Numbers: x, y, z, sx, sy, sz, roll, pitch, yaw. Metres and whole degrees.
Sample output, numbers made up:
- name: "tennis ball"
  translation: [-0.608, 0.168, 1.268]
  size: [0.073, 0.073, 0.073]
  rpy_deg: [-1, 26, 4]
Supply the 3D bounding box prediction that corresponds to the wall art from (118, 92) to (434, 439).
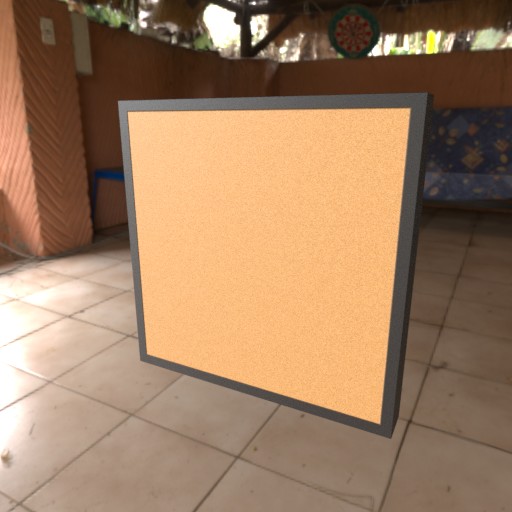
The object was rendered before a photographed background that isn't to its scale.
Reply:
- name: "wall art"
  translation: [0.000, 0.000, 0.452]
  size: [0.304, 0.304, 0.038]
  rpy_deg: [9, 19, 26]
